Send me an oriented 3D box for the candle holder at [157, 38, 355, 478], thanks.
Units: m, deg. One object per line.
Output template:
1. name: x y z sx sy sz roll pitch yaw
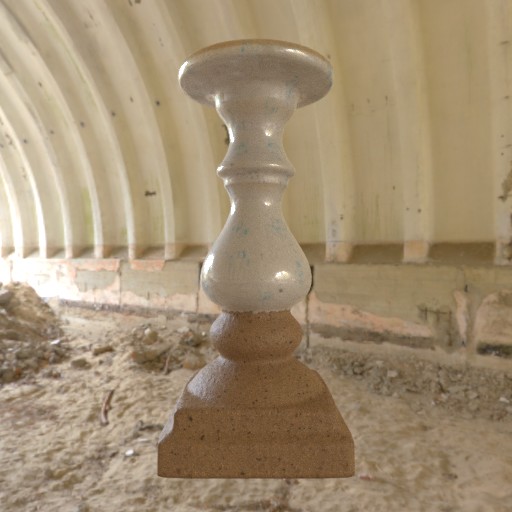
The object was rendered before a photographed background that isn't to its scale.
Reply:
1. candle holder: 0.000 0.000 0.292 0.110 0.239 0.110 0 0 0
